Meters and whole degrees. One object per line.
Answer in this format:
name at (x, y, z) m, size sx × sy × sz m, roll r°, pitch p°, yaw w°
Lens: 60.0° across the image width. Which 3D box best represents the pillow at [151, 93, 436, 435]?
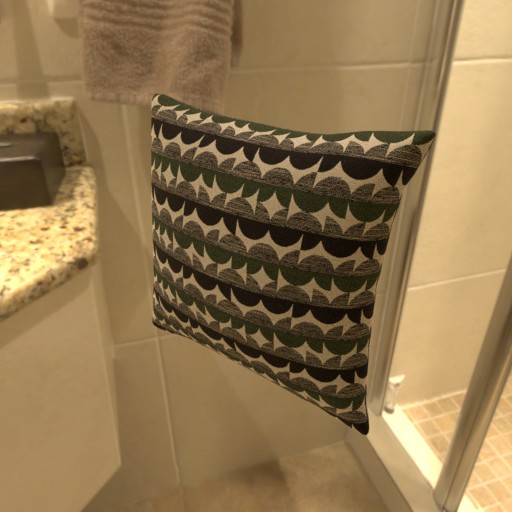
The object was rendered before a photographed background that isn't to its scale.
pillow at (0.000, 0.000, 0.638) m, size 0.419 × 0.404 × 0.180 m, roll 19°, pitch 35°, yaw 30°
